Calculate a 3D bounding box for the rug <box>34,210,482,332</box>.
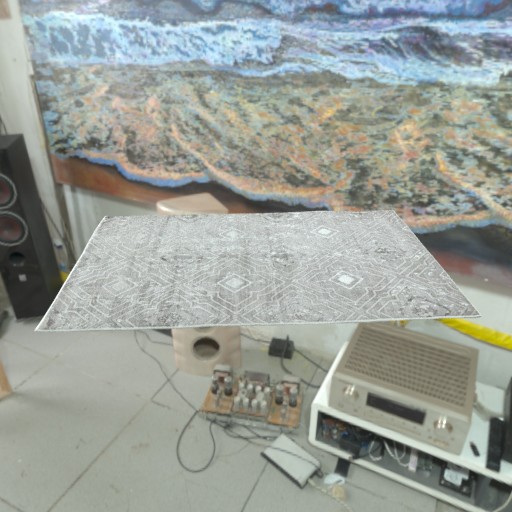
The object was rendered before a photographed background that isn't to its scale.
[{"bbox_3d":[0.000,0.000,3.087,2.447,0.036,1.537,-1,29,-3],"label":"rug"}]
